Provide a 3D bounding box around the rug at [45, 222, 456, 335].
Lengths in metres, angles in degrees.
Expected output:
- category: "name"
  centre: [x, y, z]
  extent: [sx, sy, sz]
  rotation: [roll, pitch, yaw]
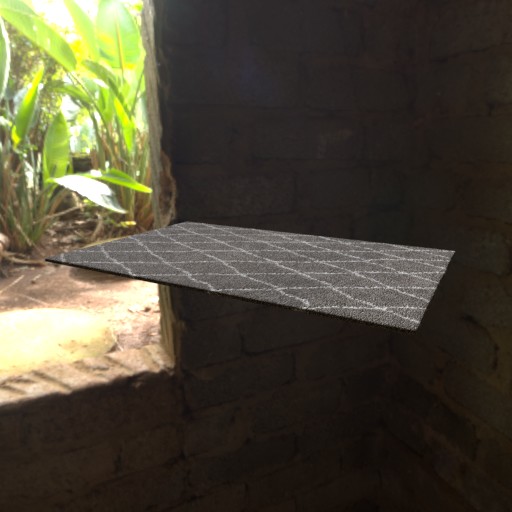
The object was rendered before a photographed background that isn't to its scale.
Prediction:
- category: "rug"
  centre: [0.000, 0.000, 3.506]
  extent: [2.743, 0.030, 1.778]
  rotation: [8, 17, 28]
